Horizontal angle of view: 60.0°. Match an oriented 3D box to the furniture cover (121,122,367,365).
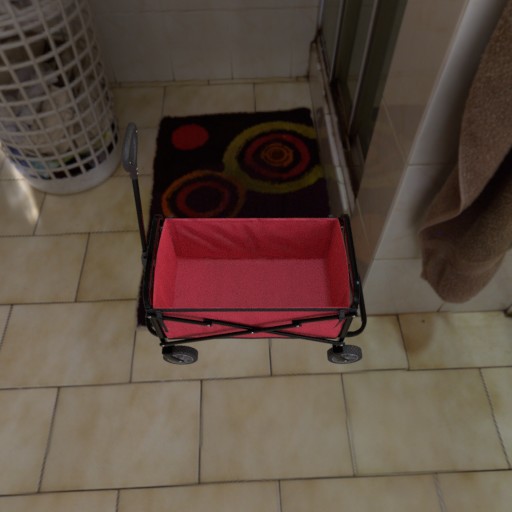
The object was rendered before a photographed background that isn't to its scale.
[{"bbox_3d":[0.000,0.000,1.825,1.038,1.295,0.532,0,57,0],"label":"furniture cover"}]
